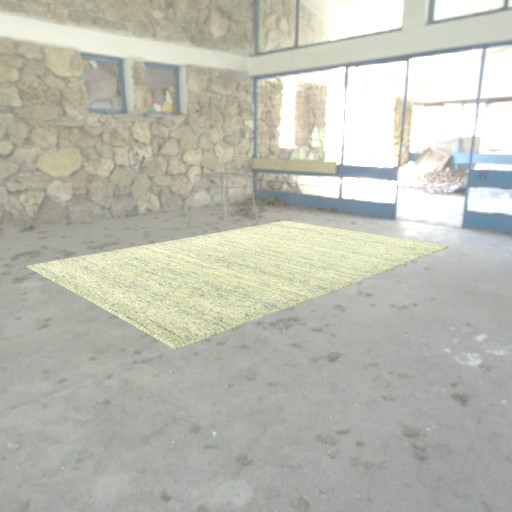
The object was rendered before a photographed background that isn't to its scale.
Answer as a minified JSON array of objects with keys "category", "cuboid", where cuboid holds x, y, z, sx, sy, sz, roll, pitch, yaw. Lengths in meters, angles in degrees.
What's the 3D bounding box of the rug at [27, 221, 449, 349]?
[{"category":"rug","cuboid":[0.000,0.000,2.302,1.846,0.014,1.243,-13,19,-43]}]
